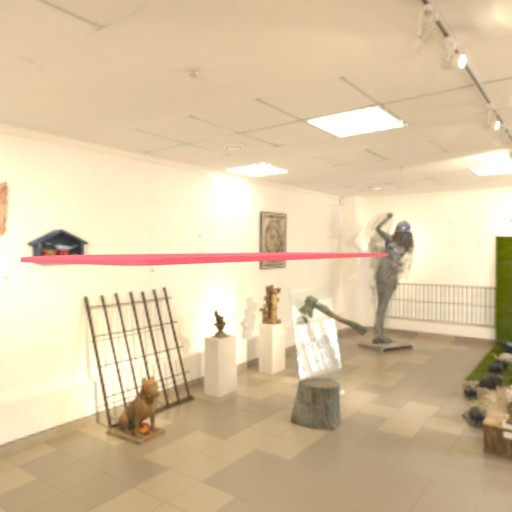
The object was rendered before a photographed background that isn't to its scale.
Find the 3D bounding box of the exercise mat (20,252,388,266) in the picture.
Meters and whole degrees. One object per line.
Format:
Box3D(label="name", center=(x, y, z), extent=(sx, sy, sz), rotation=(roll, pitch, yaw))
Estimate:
Box3D(label="exercise mat", center=(0.000, 0.000, 2.049), extent=(0.616, 0.021, 1.884), rotation=(1, 1, 36))
